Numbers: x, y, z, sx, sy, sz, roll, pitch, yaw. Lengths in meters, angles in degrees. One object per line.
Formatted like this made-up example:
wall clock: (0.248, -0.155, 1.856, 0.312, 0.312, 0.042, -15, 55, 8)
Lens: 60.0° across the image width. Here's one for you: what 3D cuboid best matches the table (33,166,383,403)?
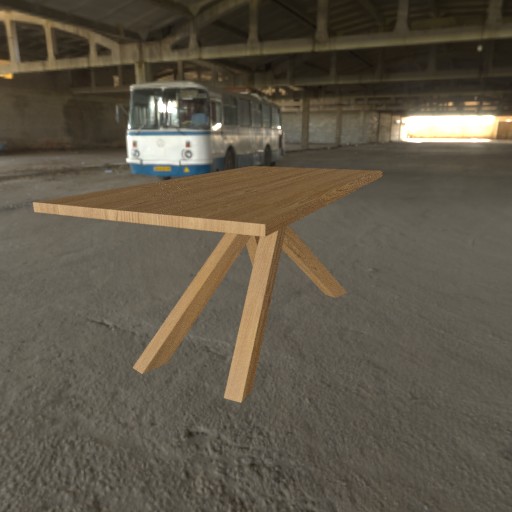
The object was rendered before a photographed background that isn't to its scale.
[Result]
table: (0.000, 0.000, 2.268, 0.901, 0.750, 1.797, 7, 17, 24)
